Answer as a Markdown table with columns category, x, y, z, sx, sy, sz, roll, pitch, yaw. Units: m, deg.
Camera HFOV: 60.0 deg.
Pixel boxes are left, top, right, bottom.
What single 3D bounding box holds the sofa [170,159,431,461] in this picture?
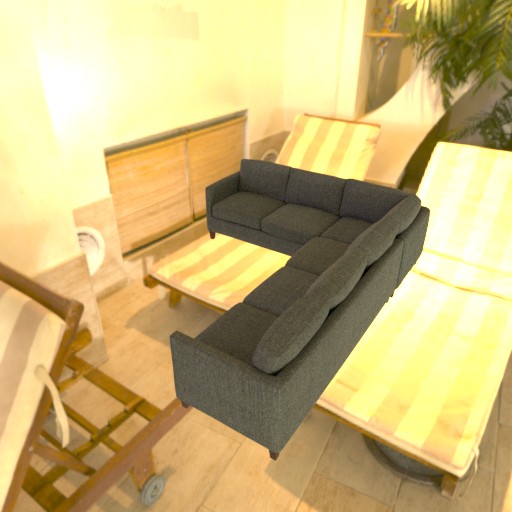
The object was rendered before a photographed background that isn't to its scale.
| category | x | y | z | sx | sy | sz | roll | pitch | yaw |
| --- | --- | --- | --- | --- | --- | --- | --- | --- | --- |
| sofa | 0.000 | 0.000 | 4.532 | 2.593 | 0.947 | 3.302 | 18 | 34 | 29 |
